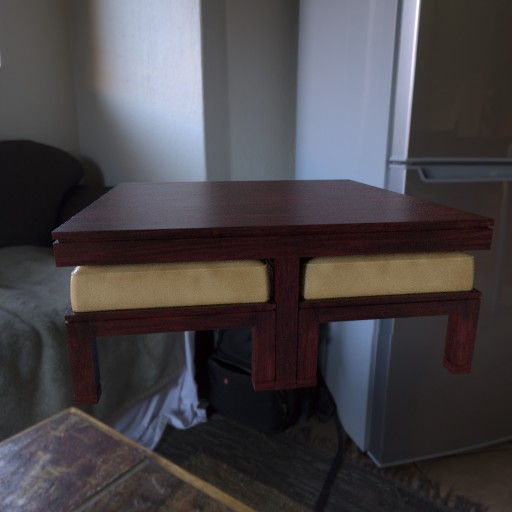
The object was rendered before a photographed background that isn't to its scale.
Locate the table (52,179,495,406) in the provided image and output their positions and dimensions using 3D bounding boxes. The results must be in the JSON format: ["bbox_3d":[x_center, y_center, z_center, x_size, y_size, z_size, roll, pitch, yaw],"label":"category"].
[{"bbox_3d":[0.000,0.000,1.310,0.865,0.356,0.865,-2,15,-8],"label":"table"}]
